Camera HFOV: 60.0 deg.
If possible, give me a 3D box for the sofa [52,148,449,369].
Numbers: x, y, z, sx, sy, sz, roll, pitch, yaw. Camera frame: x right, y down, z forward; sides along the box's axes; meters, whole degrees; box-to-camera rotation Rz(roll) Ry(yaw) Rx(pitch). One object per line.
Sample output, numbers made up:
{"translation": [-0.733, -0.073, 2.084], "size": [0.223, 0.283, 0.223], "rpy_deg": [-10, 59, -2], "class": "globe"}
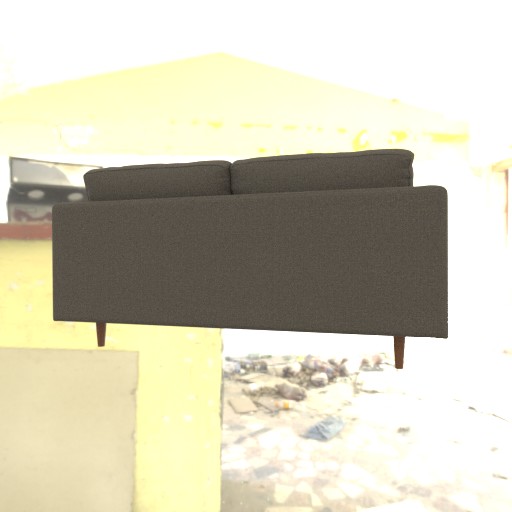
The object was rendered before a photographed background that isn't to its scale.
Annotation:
{"translation": [0.000, 0.000, 2.245], "size": [1.713, 0.866, 0.940], "rpy_deg": [0, 1, 17], "class": "sofa"}
